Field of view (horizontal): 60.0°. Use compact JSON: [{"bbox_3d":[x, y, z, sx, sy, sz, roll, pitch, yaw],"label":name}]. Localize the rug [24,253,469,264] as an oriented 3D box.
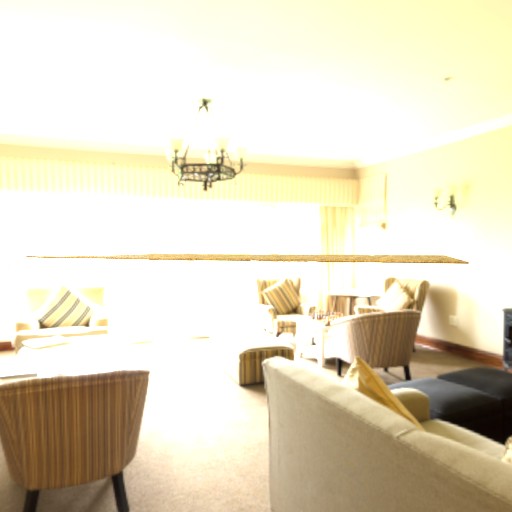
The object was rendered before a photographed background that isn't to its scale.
[{"bbox_3d":[0.000,0.000,2.990,2.447,0.021,1.527,0,1,20],"label":"rug"}]
